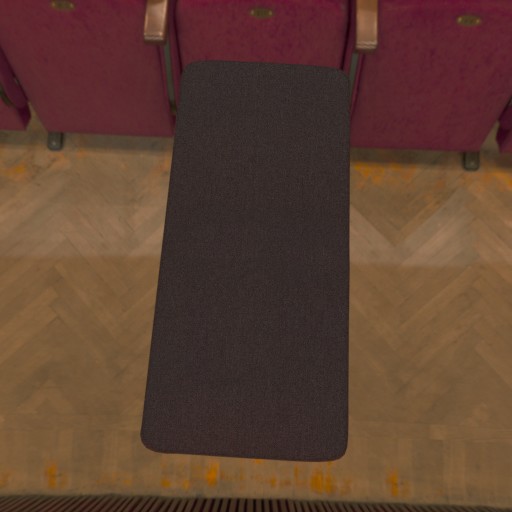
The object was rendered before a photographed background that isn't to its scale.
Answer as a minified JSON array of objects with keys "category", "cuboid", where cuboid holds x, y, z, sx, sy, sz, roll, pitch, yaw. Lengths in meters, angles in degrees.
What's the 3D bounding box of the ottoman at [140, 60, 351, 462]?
[{"category":"ottoman","cuboid":[0.000,0.000,1.387,0.515,0.460,1.110,3,76,1]}]
